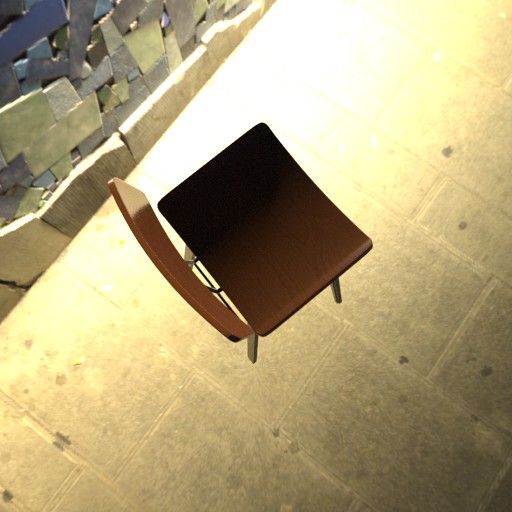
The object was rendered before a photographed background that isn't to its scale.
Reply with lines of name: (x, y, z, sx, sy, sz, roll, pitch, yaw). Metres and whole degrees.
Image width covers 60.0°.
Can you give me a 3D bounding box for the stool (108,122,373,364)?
stool: (0.000, 0.000, 1.250, 0.440, 0.969, 0.509, -38, 79, -9)
